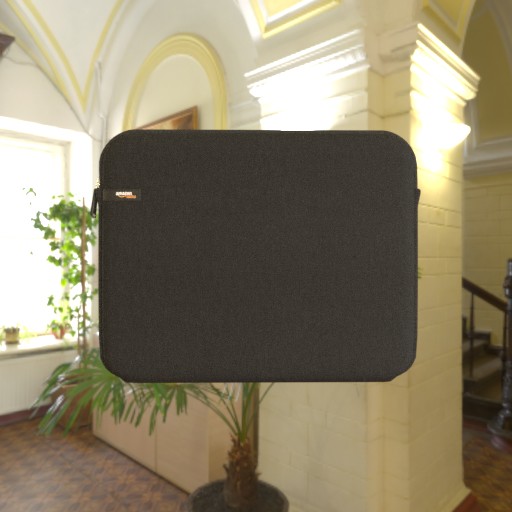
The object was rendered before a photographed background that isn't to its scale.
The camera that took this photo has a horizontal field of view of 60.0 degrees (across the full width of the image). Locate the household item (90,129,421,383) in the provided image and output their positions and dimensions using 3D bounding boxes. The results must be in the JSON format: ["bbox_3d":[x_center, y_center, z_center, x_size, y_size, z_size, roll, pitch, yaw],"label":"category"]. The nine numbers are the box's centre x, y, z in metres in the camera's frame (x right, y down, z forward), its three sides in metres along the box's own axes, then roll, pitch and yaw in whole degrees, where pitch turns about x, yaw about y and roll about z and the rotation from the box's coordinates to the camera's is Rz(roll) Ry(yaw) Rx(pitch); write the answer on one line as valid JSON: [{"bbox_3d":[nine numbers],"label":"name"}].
[{"bbox_3d":[0.000,0.000,0.537,0.396,0.305,0.030,0,0,-1],"label":"household item"}]
